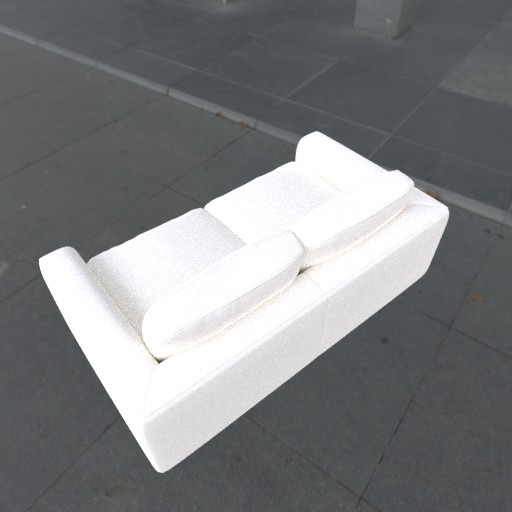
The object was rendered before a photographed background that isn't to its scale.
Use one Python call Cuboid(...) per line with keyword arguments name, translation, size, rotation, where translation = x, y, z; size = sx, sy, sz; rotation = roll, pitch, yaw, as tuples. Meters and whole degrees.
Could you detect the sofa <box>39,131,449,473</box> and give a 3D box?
Cuboid(name="sofa", translation=(0.000, 0.000, 2.379), size=(1.920, 0.801, 1.069), rotation=(-30, 53, -26))
